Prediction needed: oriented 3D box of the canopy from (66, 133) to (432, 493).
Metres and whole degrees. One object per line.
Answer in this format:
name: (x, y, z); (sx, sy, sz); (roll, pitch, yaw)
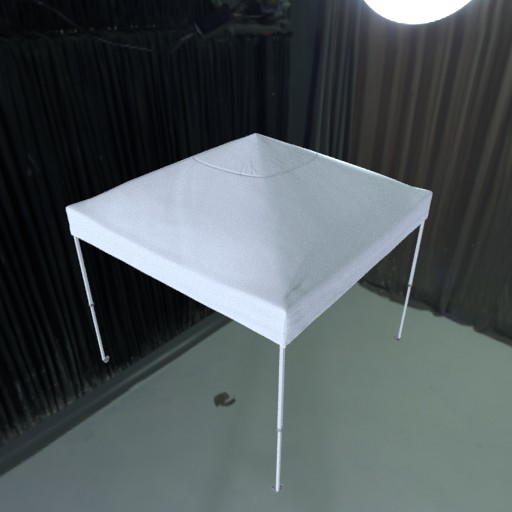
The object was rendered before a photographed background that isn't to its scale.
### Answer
canopy: (0.000, 0.000, 5.422); (2.996, 2.997, 2.998); (22, 37, 33)
